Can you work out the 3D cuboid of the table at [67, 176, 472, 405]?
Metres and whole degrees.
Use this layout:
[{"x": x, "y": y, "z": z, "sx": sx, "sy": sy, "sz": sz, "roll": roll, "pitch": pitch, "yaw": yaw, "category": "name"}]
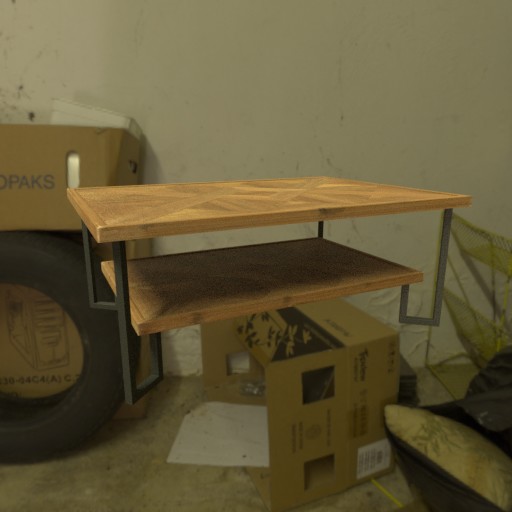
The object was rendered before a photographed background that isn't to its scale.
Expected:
[{"x": 0.000, "y": 0.000, "z": 1.705, "sx": 1.238, "sy": 0.492, "sz": 0.877, "roll": -7, "pitch": 17, "yaw": -26, "category": "table"}]
